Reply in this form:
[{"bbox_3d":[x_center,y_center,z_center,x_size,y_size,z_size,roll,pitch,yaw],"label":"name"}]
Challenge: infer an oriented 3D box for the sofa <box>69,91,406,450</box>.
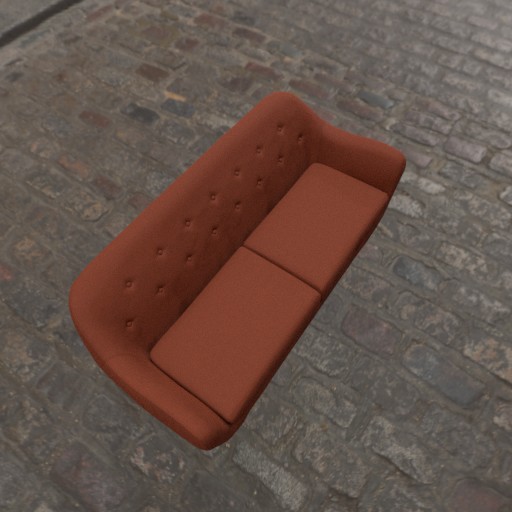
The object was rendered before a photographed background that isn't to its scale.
[{"bbox_3d":[0.000,0.000,2.325,0.820,0.836,1.840,31,63,18],"label":"sofa"}]
